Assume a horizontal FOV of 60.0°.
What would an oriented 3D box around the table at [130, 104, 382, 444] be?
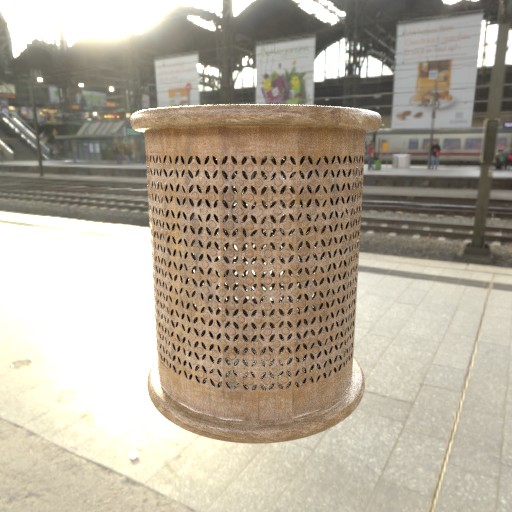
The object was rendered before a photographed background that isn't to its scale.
[{"bbox_3d":[0.000,0.000,0.798,0.407,0.482,0.407,0,13,0],"label":"table"}]
